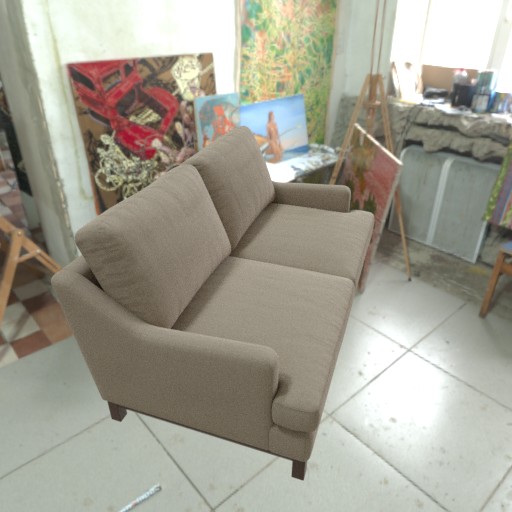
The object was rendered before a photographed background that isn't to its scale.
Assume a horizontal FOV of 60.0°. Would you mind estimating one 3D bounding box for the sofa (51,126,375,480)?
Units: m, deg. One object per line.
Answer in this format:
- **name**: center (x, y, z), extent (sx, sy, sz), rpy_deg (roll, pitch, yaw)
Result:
- **sofa**: center (0.000, 0.000, 2.190), extent (1.004, 0.910, 1.619), rpy_deg (10, 32, 17)
